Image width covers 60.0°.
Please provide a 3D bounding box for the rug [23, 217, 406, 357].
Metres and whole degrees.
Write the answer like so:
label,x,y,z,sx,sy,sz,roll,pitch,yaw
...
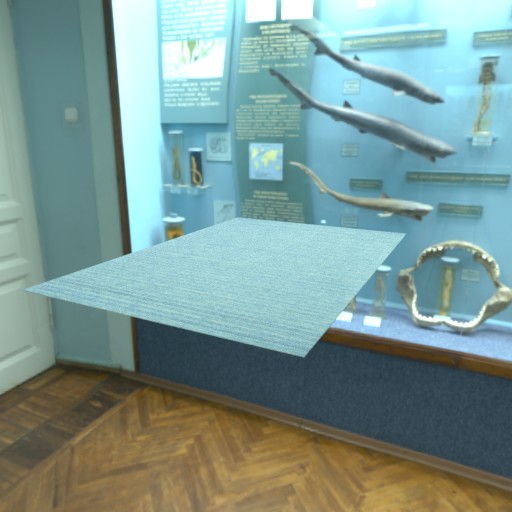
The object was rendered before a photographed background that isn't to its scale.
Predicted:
label,x,y,z,sx,sy,sz,roll,pitch,yaw
rug,0.000,0.000,3.733,1.982,0.006,2.895,8,17,26
